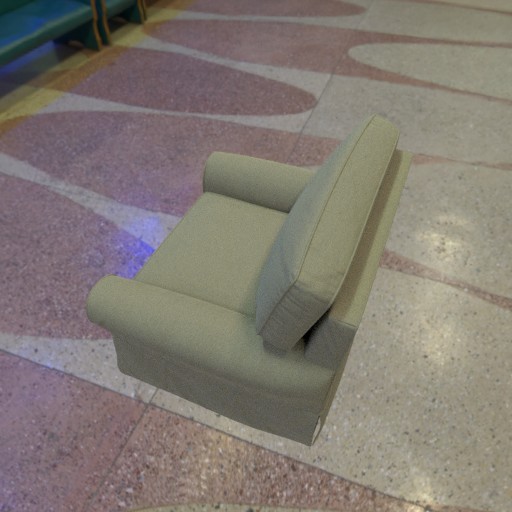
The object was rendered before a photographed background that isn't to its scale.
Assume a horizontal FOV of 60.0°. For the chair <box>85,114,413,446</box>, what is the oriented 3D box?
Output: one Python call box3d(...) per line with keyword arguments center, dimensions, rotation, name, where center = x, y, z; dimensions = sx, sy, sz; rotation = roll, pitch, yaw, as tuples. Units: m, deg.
box3d(center=(0.000, 0.000, 1.871), dimensions=(0.988, 1.017, 1.135), rotation=(17, 48, 16), name="chair")
